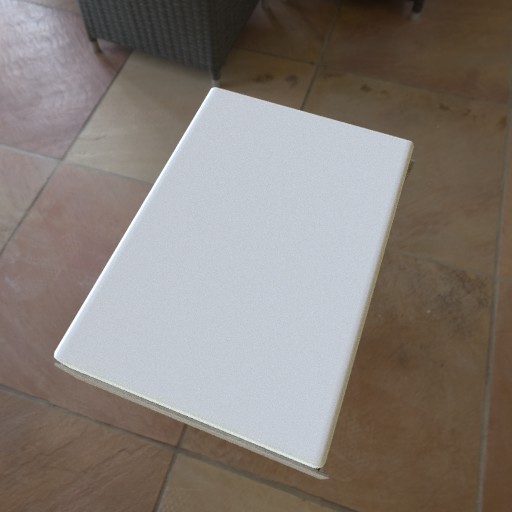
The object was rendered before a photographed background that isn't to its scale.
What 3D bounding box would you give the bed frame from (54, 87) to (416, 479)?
[{"bbox_3d":[0.000,0.000,2.597,1.445,0.497,1.945,19,64,9],"label":"bed frame"}]
